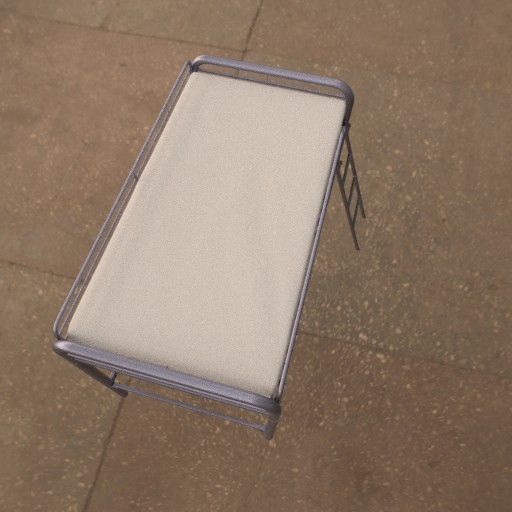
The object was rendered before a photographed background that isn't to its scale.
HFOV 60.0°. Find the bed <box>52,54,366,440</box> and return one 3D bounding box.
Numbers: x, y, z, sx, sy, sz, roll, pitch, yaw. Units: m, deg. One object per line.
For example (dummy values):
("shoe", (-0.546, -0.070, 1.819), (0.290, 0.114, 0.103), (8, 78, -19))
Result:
("bed", (0.000, 0.000, 2.841), (1.415, 1.288, 1.965), (14, 63, 7))
